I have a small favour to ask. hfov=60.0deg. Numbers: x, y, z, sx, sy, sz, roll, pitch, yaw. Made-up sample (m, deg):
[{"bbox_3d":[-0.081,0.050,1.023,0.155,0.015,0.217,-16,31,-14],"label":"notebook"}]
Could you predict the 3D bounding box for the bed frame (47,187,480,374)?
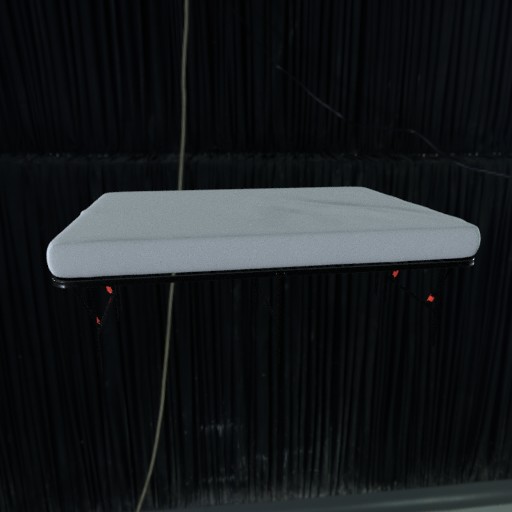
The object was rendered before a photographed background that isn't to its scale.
[{"bbox_3d":[0.000,0.000,2.583,1.905,0.637,1.372,-3,17,-9],"label":"bed frame"}]
